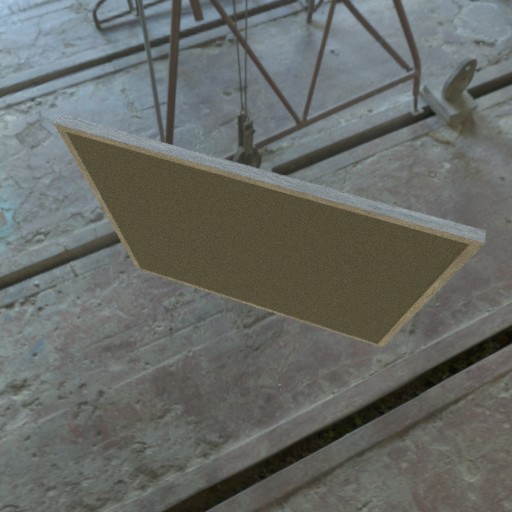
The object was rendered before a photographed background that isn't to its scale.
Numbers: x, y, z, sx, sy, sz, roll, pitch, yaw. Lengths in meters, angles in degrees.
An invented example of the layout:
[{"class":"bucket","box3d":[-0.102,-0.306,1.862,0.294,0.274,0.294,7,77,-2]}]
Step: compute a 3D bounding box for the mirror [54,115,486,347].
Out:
[{"class":"mirror","box3d":[0.000,0.000,1.132,0.839,0.689,0.028,17,65,8]}]
